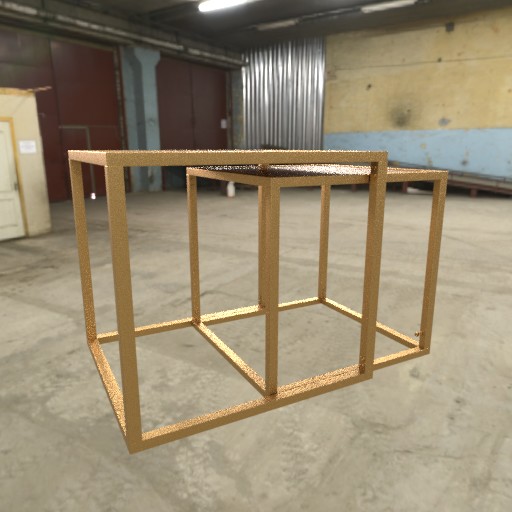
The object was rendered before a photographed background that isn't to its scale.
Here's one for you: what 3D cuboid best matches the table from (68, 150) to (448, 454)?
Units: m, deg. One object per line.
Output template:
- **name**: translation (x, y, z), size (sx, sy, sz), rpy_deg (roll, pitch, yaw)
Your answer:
- **table**: translation (0.000, 0.000, 1.088), size (0.762, 0.505, 0.505), rpy_deg (-7, 16, -28)
